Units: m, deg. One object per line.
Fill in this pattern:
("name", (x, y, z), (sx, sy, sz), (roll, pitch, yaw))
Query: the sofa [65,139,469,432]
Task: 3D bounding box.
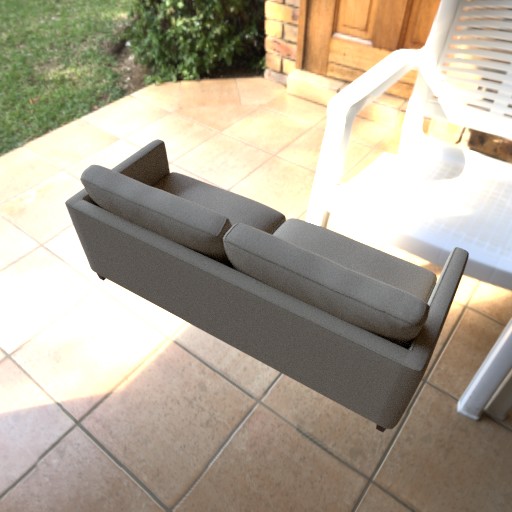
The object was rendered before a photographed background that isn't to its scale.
("sofa", (0.000, 0.000, 2.892), (2.361, 0.968, 0.951), (24, 50, 21))
